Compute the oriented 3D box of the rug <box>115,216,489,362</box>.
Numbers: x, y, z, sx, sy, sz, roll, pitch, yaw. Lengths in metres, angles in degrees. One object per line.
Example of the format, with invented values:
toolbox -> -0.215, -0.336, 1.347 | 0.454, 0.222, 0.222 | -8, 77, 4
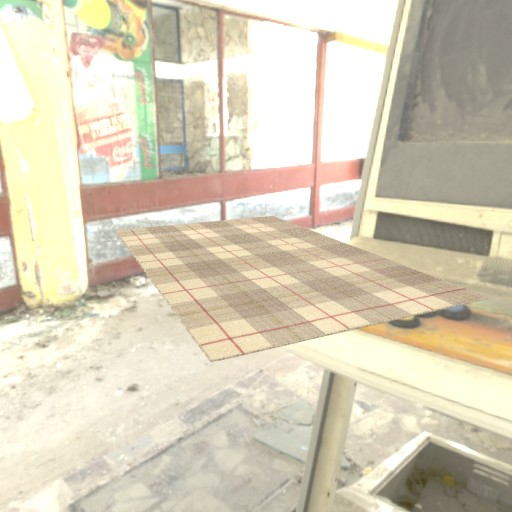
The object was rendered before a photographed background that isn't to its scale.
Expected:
rug -> 0.000, 0.000, 3.052 | 1.549, 0.010, 2.464 | -7, 18, -24
